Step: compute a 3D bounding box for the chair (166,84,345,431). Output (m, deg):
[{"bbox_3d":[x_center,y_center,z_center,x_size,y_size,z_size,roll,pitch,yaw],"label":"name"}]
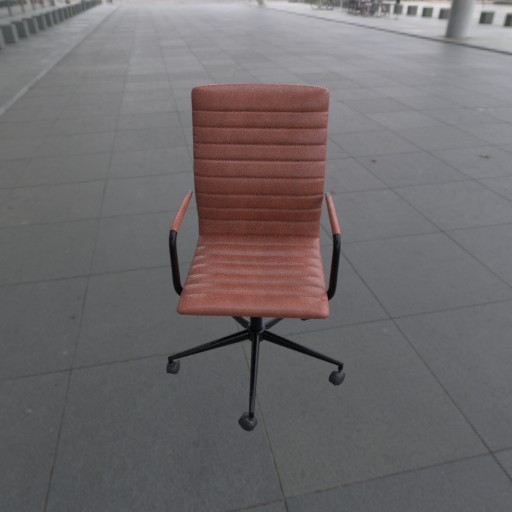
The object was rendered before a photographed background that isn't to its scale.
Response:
[{"bbox_3d":[0.000,0.000,1.326,0.600,0.878,0.578,1,31,2],"label":"chair"}]
